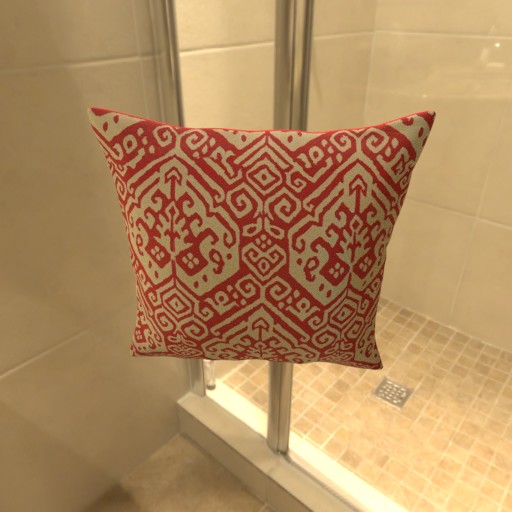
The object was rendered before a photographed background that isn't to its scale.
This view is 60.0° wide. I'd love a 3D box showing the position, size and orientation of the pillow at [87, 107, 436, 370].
[{"bbox_3d":[0.000,0.000,0.785,0.522,0.507,0.192,2,30,3],"label":"pillow"}]
